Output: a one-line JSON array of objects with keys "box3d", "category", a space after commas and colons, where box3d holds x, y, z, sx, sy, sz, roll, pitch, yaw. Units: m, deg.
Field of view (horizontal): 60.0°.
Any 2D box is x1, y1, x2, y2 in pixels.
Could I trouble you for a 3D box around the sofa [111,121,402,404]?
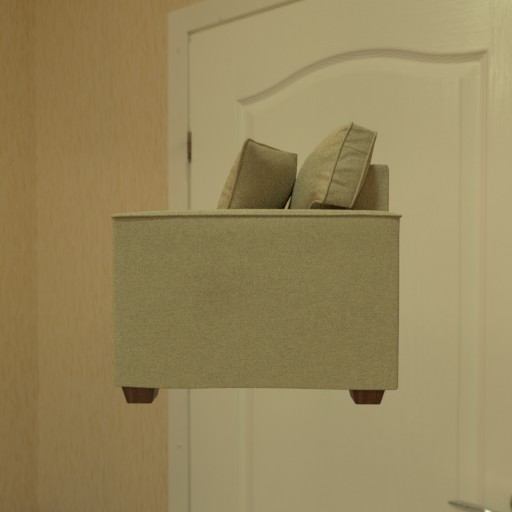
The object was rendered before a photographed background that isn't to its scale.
[{"box3d": [0.000, 0.000, 2.152, 0.991, 0.989, 1.388, 0, 1, 1], "category": "sofa"}]
